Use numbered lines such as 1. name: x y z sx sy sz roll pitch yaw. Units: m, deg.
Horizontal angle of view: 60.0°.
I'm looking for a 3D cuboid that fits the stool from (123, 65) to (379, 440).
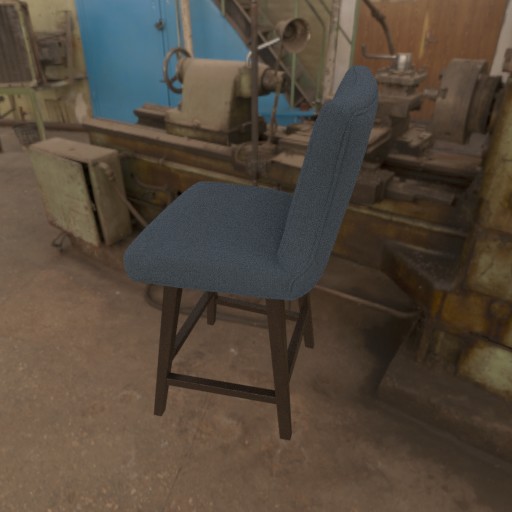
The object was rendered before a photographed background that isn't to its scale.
1. stool: 0.000 0.000 1.306 0.574 1.000 0.514 8 32 14
